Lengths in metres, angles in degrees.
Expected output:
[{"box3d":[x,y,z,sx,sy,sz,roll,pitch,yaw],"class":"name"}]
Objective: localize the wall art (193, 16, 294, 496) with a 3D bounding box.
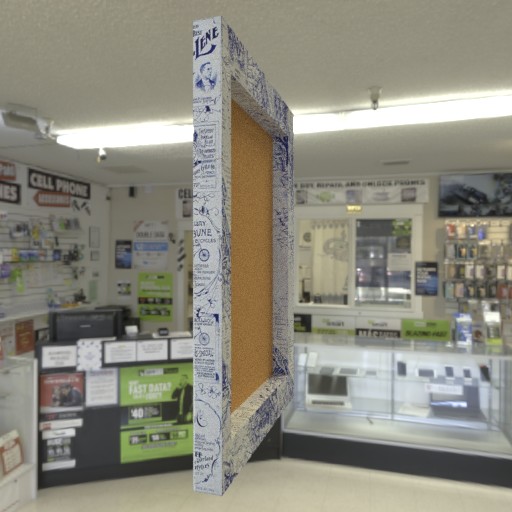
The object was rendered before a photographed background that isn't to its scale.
[{"box3d":[0.000,0.000,0.754,0.040,0.601,0.408,0,0,18],"class":"wall art"}]
